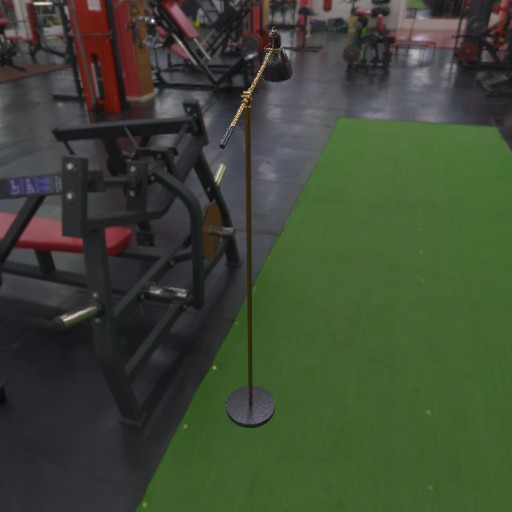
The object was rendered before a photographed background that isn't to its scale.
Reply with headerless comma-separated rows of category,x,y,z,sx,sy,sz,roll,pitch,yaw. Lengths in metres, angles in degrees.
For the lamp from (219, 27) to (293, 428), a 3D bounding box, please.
lamp,0.000,0.000,1.796,0.235,1.628,0.618,10,33,16
